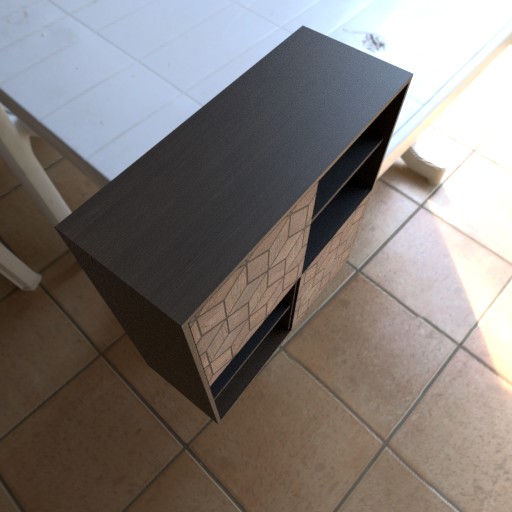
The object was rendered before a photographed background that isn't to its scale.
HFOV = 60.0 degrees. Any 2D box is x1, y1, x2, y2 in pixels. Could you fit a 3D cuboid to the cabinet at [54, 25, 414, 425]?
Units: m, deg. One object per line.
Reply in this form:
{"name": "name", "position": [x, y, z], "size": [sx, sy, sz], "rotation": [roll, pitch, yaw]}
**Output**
{"name": "cabinet", "position": [0.000, 0.000, 1.669], "size": [0.400, 1.170, 1.010], "rotation": [34, 64, 19]}
